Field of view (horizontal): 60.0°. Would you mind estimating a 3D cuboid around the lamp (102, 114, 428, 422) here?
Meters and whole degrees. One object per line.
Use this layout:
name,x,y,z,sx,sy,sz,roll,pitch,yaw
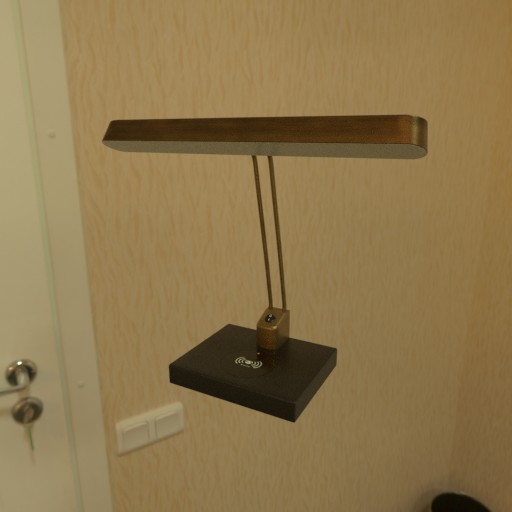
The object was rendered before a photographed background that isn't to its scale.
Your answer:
lamp,0.000,0.000,0.583,0.412,0.345,0.156,8,17,27
